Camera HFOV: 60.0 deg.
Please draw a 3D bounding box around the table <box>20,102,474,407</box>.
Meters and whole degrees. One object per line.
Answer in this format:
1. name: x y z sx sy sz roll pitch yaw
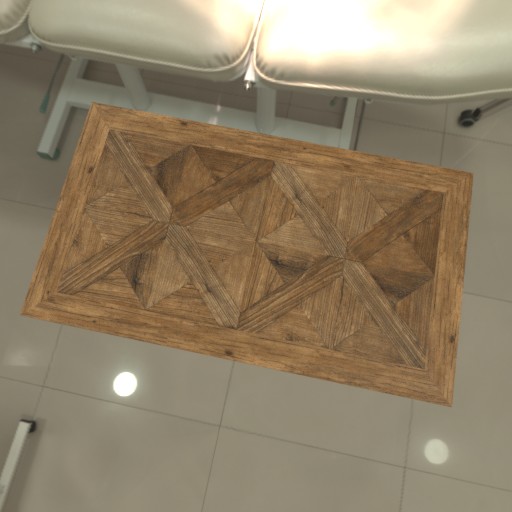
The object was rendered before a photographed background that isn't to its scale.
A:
1. table: 0.000 0.000 1.696 1.400 0.410 0.800 11 76 3
